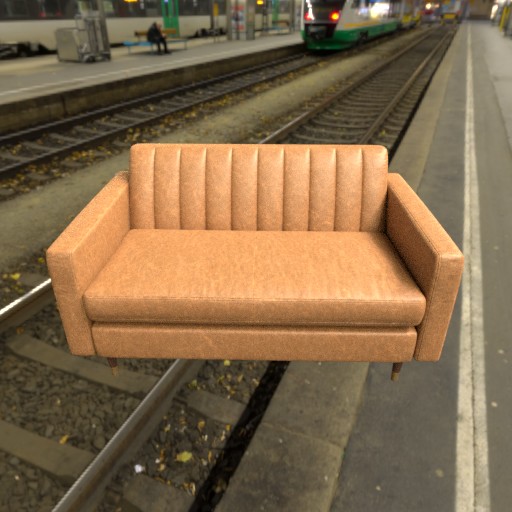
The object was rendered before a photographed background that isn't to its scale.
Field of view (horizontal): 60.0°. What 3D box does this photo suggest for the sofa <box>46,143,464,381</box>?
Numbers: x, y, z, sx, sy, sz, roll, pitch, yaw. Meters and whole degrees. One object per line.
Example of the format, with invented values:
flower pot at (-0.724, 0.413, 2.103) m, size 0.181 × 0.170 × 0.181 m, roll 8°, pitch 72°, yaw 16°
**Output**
sofa at (0.000, 0.000, 2.089) m, size 1.549 × 0.820 × 0.960 m, roll 1°, pitch 29°, yaw 1°
